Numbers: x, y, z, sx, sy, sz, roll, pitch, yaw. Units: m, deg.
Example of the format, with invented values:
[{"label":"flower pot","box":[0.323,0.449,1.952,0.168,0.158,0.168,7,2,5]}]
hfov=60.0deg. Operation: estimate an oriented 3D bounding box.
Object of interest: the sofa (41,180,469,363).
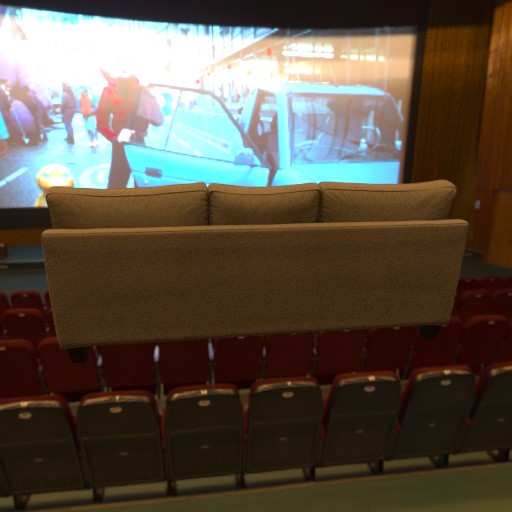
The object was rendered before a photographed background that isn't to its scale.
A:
[{"label":"sofa","box":[0.000,0.000,2.876,2.323,0.991,1.016,-2,13,-9]}]
